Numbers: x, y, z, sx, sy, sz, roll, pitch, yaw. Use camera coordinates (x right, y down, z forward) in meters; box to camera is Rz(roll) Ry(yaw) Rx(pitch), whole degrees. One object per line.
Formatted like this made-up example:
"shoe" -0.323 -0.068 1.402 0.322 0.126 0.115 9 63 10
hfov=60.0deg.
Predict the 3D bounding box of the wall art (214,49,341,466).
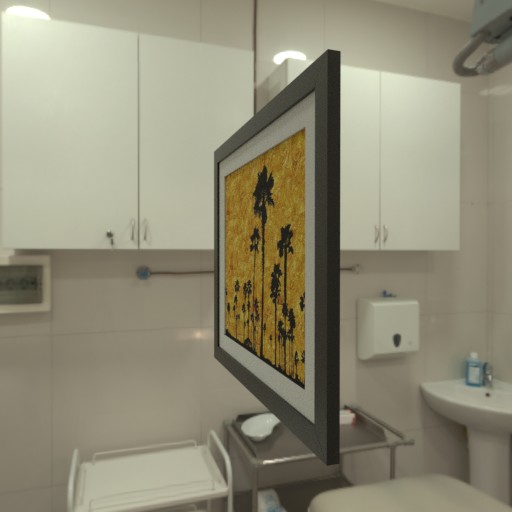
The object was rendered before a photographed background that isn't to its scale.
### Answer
"wall art" 0.000 0.000 0.534 0.012 0.332 0.383 0 1 -19
